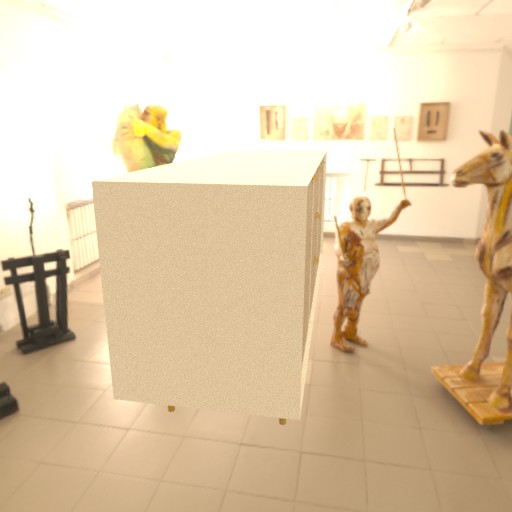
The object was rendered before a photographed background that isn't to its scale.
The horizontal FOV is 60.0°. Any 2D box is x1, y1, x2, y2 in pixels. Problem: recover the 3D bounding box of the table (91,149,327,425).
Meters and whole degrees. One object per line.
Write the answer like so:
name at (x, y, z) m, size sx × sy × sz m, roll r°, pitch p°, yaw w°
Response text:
table at (0.000, 0.000, 1.805) m, size 0.508 × 0.769 × 1.500 m, roll 3°, pitch 17°, yaw 10°
